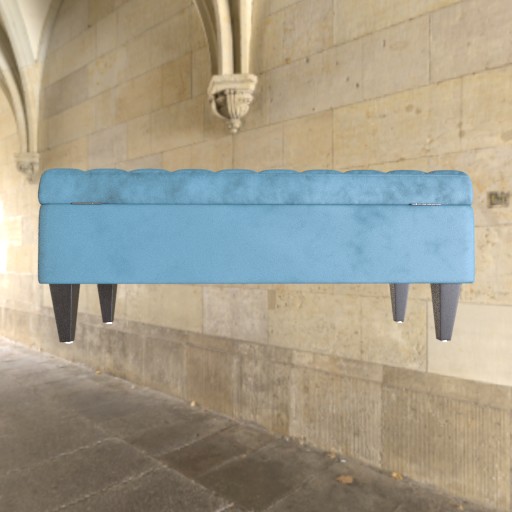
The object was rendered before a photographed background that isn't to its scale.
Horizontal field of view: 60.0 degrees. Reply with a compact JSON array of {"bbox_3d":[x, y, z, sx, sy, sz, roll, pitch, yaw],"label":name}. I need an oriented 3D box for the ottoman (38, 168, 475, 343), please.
[{"bbox_3d":[0.000,0.000,1.386,1.151,0.469,0.482,0,0,-1],"label":"ottoman"}]
